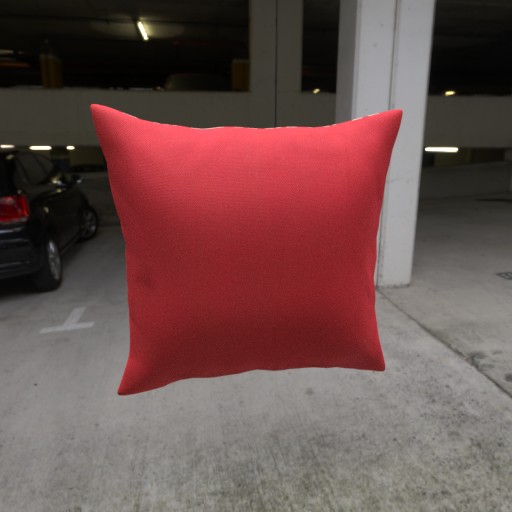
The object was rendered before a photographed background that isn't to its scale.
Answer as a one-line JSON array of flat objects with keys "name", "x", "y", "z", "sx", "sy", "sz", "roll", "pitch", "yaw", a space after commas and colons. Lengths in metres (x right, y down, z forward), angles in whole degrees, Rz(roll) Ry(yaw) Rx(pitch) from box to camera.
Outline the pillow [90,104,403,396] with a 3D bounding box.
[{"name": "pillow", "x": 0.000, "y": 0.000, "z": 0.789, "sx": 0.522, "sy": 0.507, "sz": 0.192, "roll": -2, "pitch": 14, "yaw": -8}]
